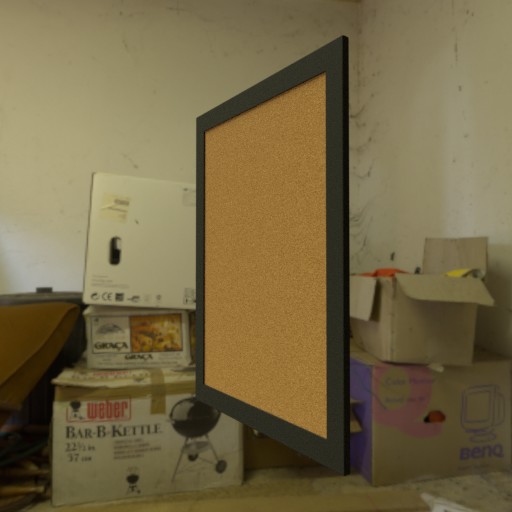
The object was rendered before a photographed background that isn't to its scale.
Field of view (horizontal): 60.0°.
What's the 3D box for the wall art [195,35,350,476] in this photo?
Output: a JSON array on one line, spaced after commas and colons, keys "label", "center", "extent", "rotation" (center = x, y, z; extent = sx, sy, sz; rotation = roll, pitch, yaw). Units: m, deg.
[{"label": "wall art", "center": [0.000, 0.000, 0.685], "extent": [0.012, 0.529, 0.374], "rotation": [1, -1, -36]}]
